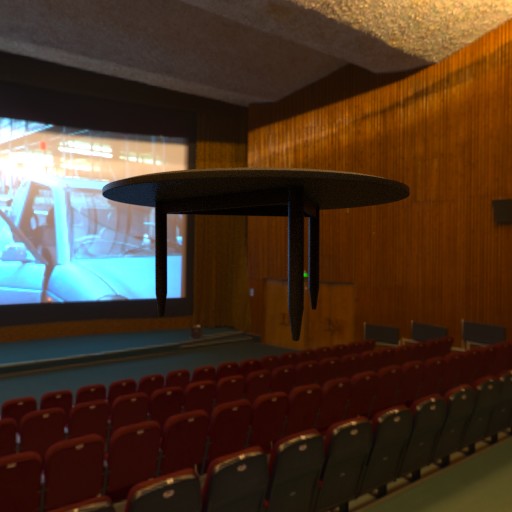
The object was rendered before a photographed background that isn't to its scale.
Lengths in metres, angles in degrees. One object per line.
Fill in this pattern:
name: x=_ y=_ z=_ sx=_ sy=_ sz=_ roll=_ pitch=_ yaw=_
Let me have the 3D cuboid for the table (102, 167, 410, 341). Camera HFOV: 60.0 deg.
table: x=0.000 y=0.000 z=1.377 sx=0.900 sy=0.400 sz=0.900 roll=0 pitch=1 yaw=0
